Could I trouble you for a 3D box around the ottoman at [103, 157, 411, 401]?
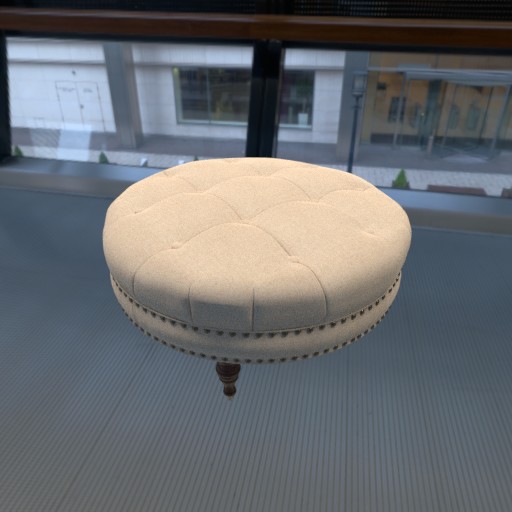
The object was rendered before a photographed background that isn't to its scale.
[{"bbox_3d":[0.000,0.000,1.461,0.940,0.483,0.940,0,30,0],"label":"ottoman"}]
